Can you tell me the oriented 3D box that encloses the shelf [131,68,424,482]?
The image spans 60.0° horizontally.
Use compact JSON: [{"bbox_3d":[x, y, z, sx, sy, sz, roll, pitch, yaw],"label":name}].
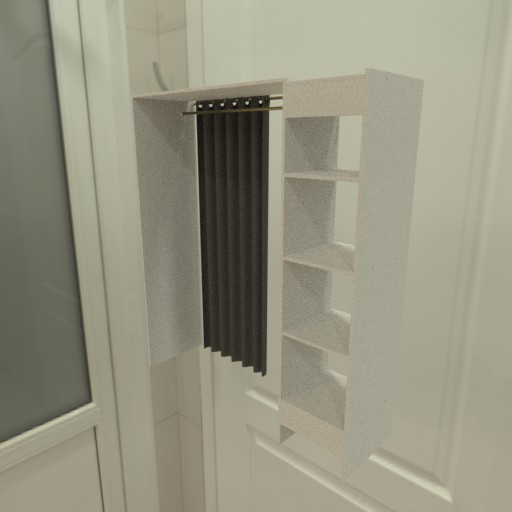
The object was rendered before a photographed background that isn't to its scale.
[{"bbox_3d":[0.000,0.000,2.548,1.600,1.810,0.500,14,20,41],"label":"shelf"}]
